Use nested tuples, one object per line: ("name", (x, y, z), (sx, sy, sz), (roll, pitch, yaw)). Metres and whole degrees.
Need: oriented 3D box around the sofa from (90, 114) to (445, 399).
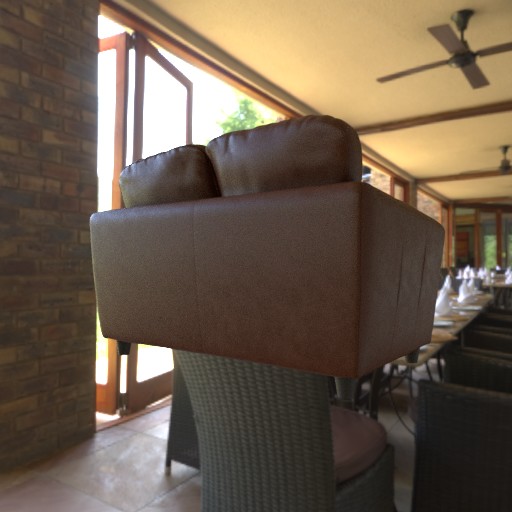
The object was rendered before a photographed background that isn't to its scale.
("sofa", (0.000, 0.000, 1.957), (1.406, 0.906, 0.805), (-1, -1, 36))
